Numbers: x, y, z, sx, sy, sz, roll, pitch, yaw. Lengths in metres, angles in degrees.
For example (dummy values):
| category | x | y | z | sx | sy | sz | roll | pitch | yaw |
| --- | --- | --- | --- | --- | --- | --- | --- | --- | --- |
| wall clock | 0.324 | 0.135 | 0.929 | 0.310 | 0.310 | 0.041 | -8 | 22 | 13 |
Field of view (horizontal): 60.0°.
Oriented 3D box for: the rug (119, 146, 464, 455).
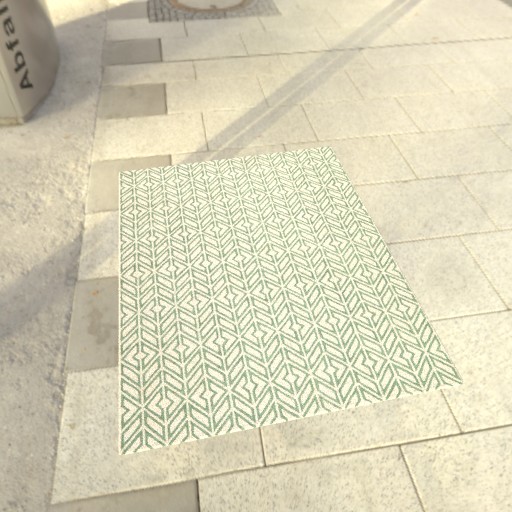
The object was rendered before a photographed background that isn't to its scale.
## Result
| category | x | y | z | sx | sy | sz | roll | pitch | yaw |
| --- | --- | --- | --- | --- | --- | --- | --- | --- | --- |
| rug | 0.000 | 0.000 | 4.029 | 2.441 | 0.017 | 3.050 | -9 | 48 | -8 |
